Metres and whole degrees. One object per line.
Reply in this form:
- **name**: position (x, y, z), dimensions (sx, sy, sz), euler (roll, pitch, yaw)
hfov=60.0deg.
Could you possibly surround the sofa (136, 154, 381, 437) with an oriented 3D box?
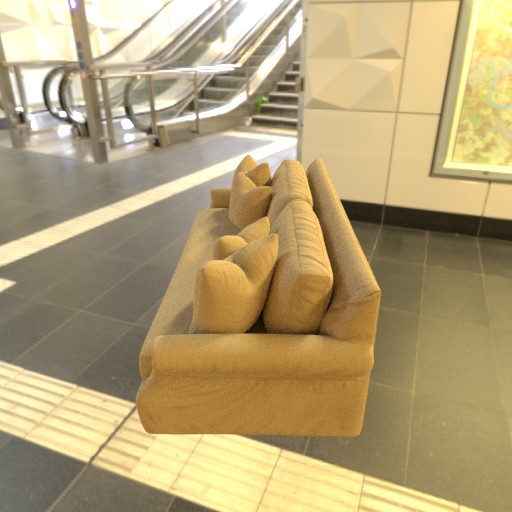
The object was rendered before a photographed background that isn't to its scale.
- **sofa**: position (0.000, 0.000, 2.858), dimensions (1.067, 0.904, 2.285), euler (1, 26, 1)
